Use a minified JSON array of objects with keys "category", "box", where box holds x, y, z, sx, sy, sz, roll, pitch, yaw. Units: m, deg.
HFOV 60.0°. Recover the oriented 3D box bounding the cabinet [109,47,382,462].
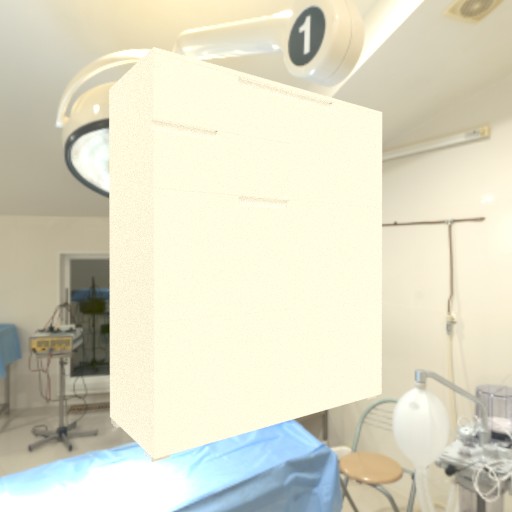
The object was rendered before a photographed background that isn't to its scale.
[{"category":"cabinet","box":[0.000,0.000,1.712,1.000,1.190,0.400,0,1,-36]}]
